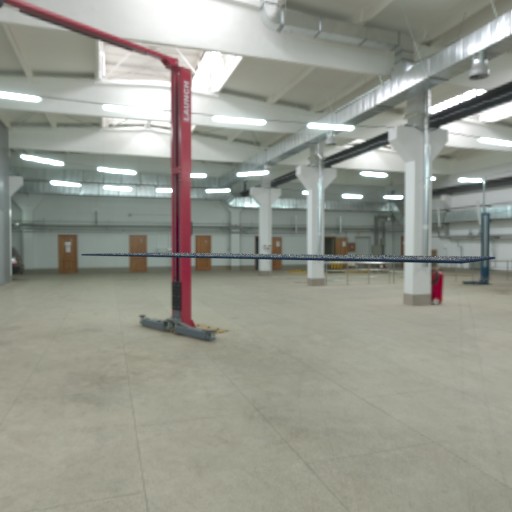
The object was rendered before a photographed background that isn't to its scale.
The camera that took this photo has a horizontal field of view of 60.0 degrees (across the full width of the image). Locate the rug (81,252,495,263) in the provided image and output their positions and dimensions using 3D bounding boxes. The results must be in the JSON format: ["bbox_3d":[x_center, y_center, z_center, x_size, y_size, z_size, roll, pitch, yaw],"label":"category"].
[{"bbox_3d":[0.000,0.000,2.648,2.448,0.012,0.769,1,2,36],"label":"rug"}]
